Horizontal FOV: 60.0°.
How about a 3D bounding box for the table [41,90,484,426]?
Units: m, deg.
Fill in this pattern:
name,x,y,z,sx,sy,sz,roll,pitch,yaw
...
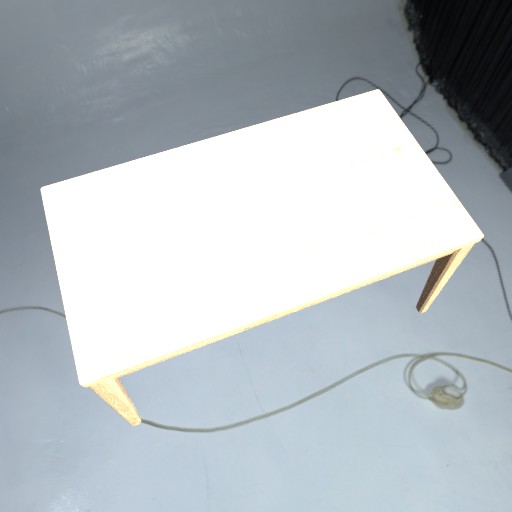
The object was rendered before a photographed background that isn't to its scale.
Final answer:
name,x,y,z,sx,sy,sz,roll,pitch,yaw
table,0.000,0.000,2.072,1.600,0.760,0.900,-19,64,-10
